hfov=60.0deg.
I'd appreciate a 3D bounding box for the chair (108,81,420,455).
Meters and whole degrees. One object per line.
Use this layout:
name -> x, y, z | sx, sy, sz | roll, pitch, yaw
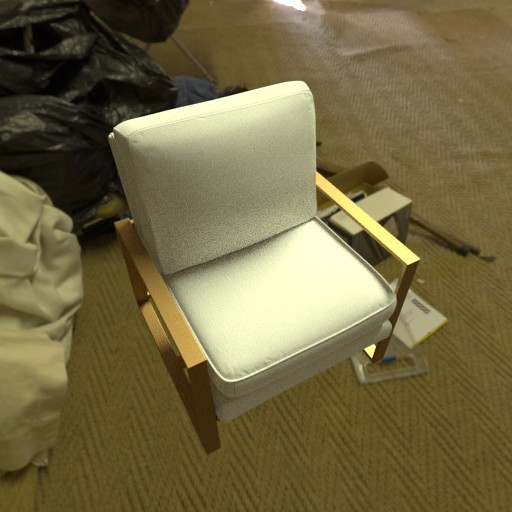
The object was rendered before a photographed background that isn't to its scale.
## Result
chair -> 0.000, 0.000, 1.577 | 0.805, 0.966, 0.813 | -22, 50, -20
